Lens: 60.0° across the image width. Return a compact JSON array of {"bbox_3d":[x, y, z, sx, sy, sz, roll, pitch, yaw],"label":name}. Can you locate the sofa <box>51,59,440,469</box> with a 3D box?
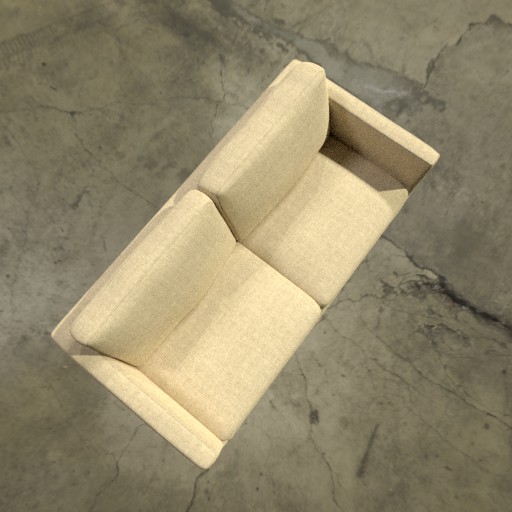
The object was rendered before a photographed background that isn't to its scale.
[{"bbox_3d":[0.000,0.000,2.362,0.950,0.963,1.884,37,78,9],"label":"sofa"}]
